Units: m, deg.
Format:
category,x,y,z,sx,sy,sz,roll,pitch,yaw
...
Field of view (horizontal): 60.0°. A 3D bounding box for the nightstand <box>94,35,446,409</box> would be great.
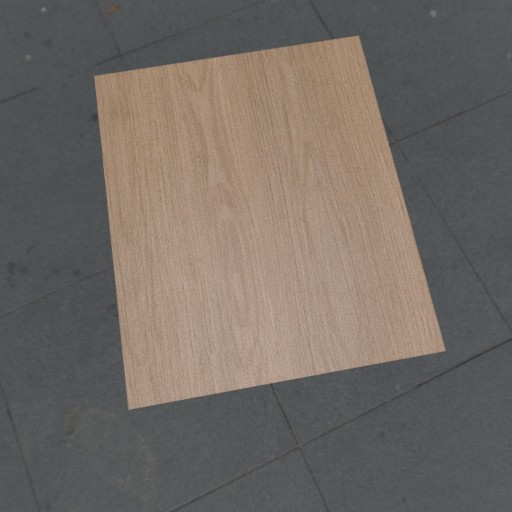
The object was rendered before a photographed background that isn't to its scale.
category,x,y,z,sx,sy,sz,roll,pitch,yaw
nightstand,0.000,0.000,0.852,0.380,0.571,0.450,-10,76,-2
